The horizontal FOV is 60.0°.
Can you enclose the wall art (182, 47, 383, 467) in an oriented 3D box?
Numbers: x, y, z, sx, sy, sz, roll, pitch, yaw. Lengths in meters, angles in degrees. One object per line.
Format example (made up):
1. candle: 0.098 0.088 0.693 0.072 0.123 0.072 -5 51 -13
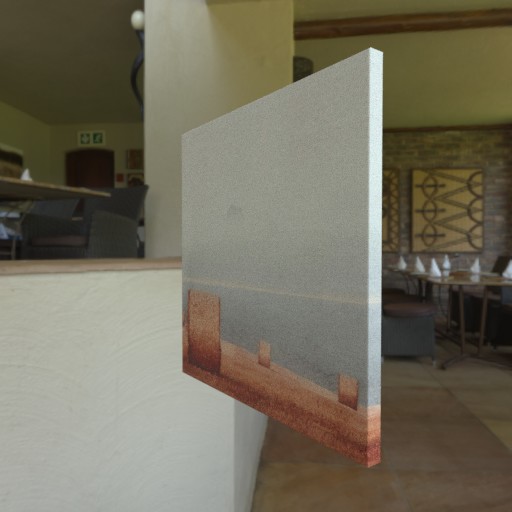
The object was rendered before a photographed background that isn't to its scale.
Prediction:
1. wall art: 0.000 0.000 0.598 0.023 0.405 0.405 -1 1 -36
